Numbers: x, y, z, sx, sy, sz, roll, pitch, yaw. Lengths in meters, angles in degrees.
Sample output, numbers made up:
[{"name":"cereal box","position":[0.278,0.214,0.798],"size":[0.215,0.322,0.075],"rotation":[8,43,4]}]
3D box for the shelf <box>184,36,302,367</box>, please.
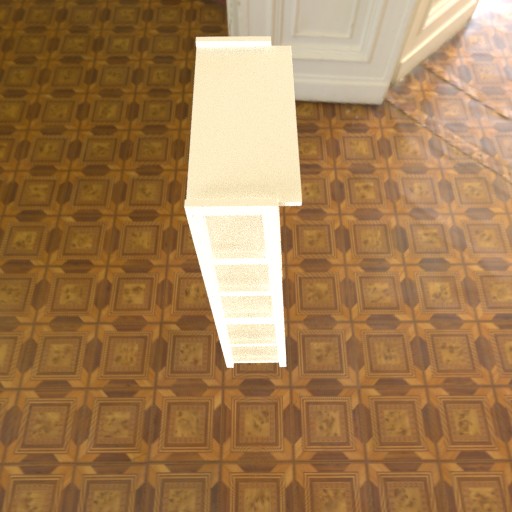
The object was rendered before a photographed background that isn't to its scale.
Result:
[{"name":"shelf","position":[0.000,0.000,2.142],"size":[0.381,1.892,0.660],"rotation":[-1,64,0]}]
